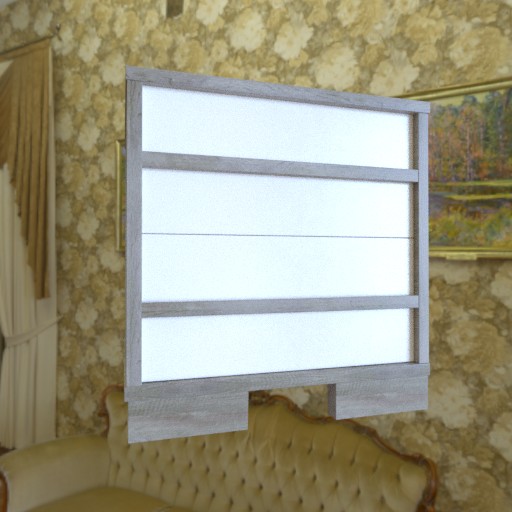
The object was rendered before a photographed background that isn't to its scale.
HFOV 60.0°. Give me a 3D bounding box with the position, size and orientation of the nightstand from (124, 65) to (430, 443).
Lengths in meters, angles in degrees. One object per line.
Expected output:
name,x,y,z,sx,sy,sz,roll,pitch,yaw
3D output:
nightstand,0.000,0.000,0.749,0.427,0.448,0.347,0,-1,-17
